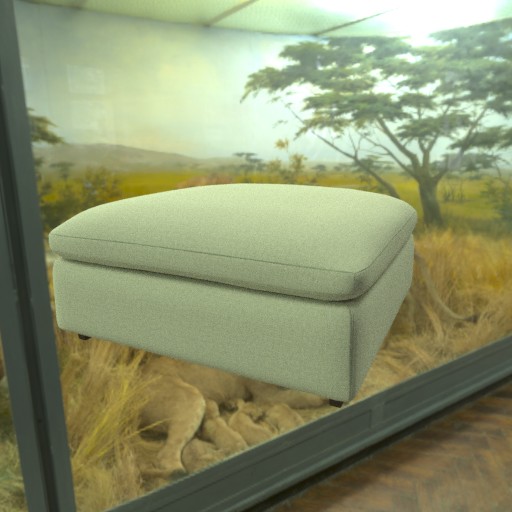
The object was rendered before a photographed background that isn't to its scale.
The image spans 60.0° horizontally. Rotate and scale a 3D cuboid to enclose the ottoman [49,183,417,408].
[{"bbox_3d":[0.000,0.000,1.563,0.977,0.467,0.996,7,16,25],"label":"ottoman"}]
